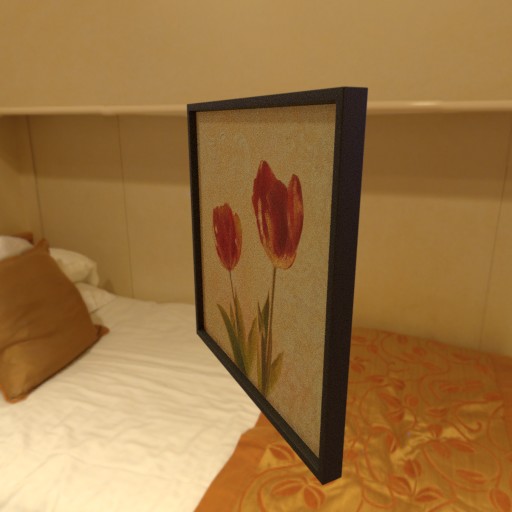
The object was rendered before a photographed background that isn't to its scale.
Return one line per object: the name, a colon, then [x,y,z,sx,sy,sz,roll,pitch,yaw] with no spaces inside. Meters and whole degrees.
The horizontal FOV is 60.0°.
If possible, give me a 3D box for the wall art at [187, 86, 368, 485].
wall art: [0.000,0.000,0.521,0.038,0.349,0.349,-8,19,-26]
